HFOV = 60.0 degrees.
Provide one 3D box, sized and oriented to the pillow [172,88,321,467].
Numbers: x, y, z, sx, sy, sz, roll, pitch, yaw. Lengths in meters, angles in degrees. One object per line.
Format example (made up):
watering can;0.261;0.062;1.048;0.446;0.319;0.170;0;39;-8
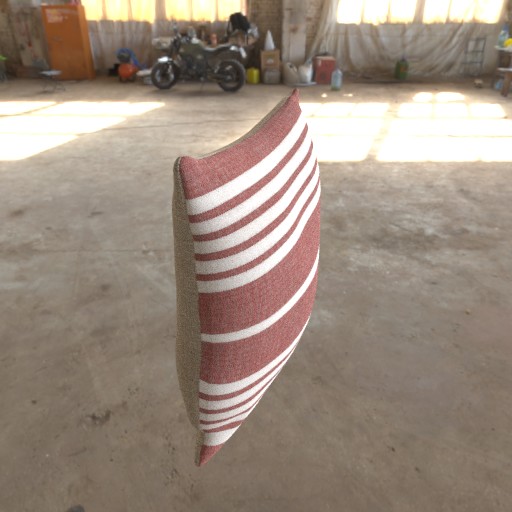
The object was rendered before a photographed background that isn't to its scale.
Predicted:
pillow;0.000;0.000;0.669;0.182;0.427;0.439;10;31;16
